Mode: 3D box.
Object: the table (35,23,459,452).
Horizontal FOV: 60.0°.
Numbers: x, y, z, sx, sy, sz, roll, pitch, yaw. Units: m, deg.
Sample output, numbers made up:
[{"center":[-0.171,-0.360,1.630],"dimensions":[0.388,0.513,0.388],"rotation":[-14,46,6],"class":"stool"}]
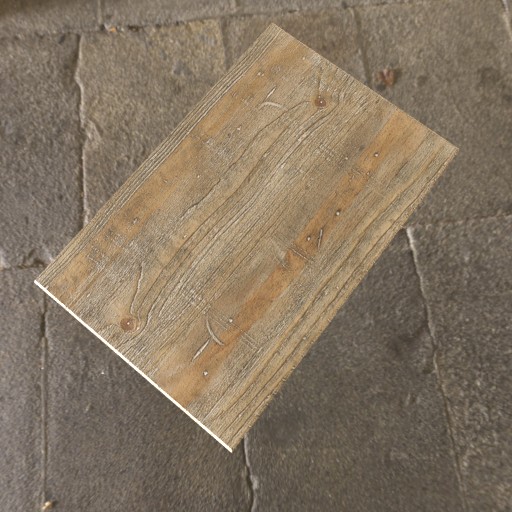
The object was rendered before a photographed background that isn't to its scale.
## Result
[{"center":[0.000,0.000,1.148],"dimensions":[0.457,0.711,0.686],"rotation":[38,80,8],"class":"table"}]
